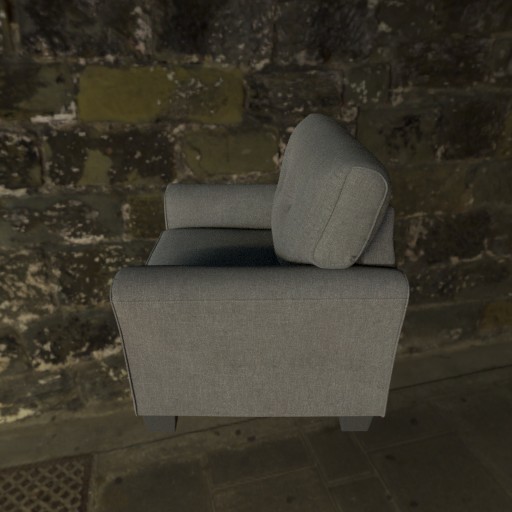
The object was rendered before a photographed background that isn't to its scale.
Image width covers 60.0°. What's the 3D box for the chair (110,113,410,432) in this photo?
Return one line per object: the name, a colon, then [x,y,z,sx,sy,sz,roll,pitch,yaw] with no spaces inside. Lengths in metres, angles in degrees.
chair: [0.000,0.000,1.616,0.816,0.890,0.941,0,26,0]
